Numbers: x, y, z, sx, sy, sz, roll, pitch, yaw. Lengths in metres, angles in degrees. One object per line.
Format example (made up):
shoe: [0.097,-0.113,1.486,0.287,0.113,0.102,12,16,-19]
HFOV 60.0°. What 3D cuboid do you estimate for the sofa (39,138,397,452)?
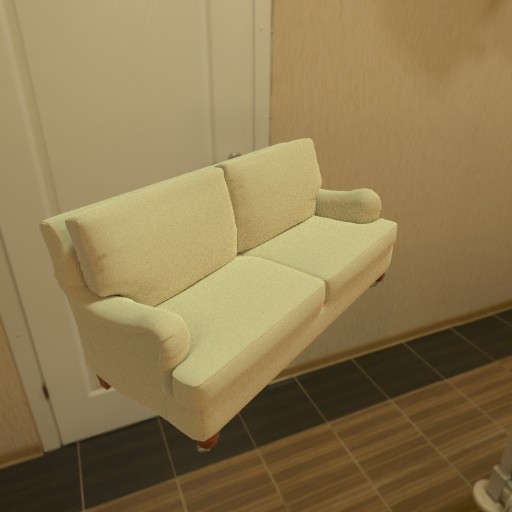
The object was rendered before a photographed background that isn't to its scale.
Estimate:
sofa: [0.000,0.000,2.793,1.086,1.087,2.159,20,33,33]
